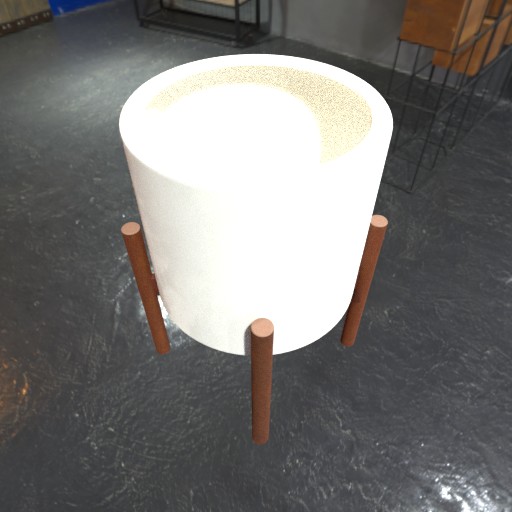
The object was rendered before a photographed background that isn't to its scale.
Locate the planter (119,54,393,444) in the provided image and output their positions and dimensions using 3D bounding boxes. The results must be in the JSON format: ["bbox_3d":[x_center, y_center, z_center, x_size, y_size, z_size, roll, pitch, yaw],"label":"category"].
[{"bbox_3d":[0.000,0.000,0.496,0.224,0.358,0.224,33,54,28],"label":"planter"}]
